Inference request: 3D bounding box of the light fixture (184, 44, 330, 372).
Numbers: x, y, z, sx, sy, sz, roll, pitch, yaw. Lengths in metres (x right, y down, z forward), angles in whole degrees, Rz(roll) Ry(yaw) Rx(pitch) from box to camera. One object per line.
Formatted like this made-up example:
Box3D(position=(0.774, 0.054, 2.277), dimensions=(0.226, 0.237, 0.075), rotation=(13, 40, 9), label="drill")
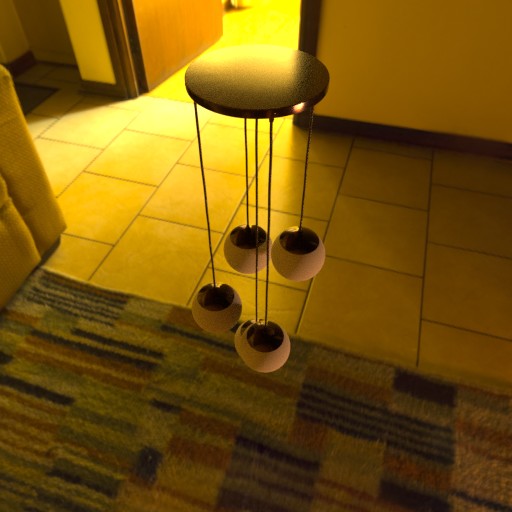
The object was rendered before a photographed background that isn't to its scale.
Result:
Box3D(position=(0.000, 0.000, 1.520), dimensions=(0.489, 1.271, 0.484), rotation=(-2, 47, -2), label="light fixture")
